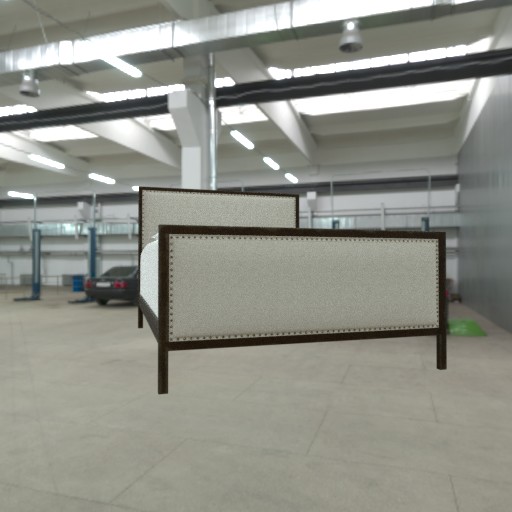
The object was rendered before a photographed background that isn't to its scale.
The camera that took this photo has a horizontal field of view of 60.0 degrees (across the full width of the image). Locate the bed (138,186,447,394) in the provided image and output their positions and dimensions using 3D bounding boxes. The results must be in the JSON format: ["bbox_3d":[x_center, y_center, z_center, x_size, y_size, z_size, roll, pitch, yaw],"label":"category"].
[{"bbox_3d":[0.000,0.000,3.308,1.607,1.313,2.221,0,-1,-17],"label":"bed"}]
